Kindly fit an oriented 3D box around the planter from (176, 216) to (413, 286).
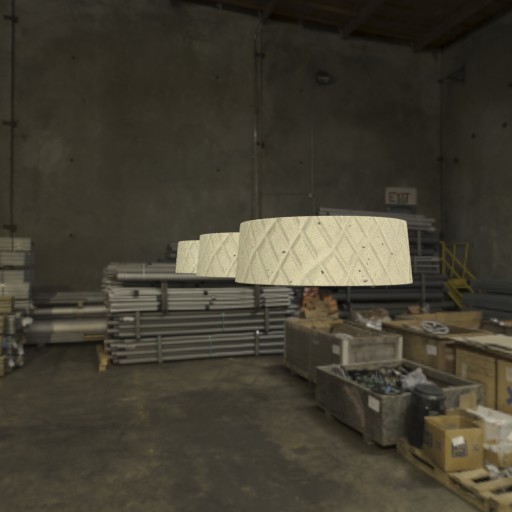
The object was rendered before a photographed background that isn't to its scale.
[{"bbox_3d":[0.000,0.000,0.424,0.114,0.038,0.390,0,-1,-18],"label":"planter"}]
